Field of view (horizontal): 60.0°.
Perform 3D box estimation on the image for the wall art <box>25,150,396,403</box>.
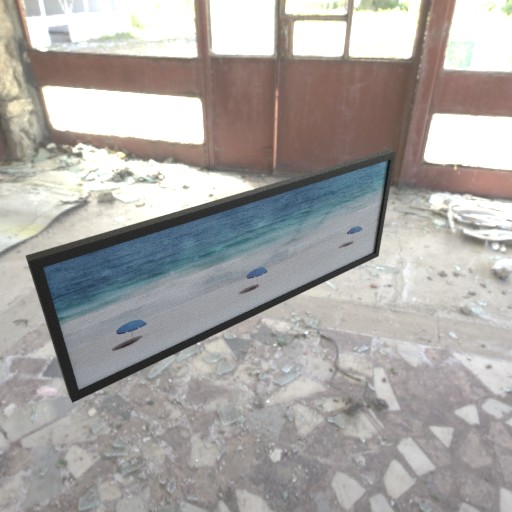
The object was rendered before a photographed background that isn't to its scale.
[{"bbox_3d":[0.000,0.000,1.761,1.572,0.554,0.041,-21,37,-31],"label":"wall art"}]
